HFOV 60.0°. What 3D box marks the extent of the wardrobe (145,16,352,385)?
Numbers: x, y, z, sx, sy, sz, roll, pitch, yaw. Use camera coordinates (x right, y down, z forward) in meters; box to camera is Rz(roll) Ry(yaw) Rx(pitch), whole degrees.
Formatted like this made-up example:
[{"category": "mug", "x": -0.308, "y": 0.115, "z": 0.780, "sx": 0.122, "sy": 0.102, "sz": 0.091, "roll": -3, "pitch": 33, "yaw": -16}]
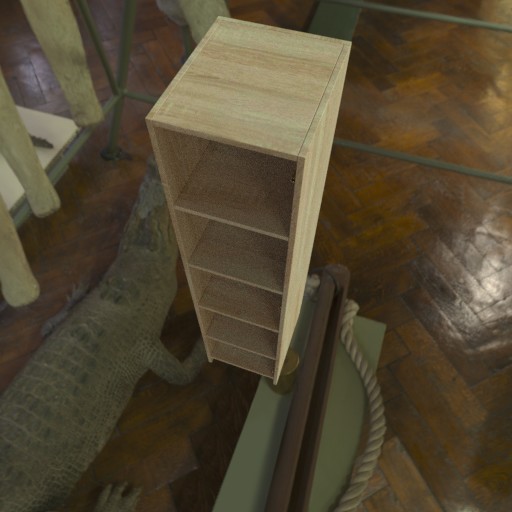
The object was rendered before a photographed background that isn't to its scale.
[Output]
[{"category": "wardrobe", "x": 0.000, "y": 0.000, "z": 2.310, "sx": 0.496, "sy": 2.117, "sz": 0.588, "roll": 16, "pitch": 59, "yaw": 10}]
